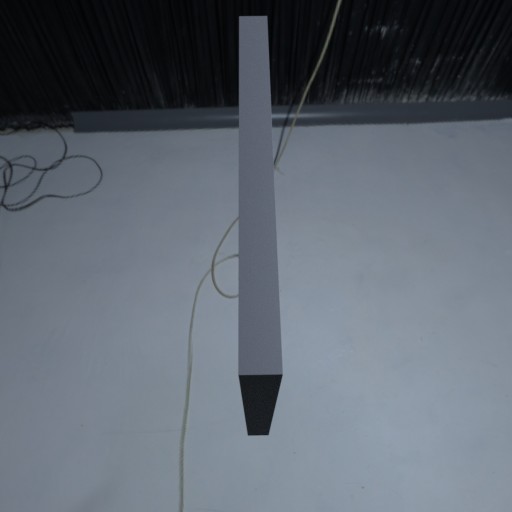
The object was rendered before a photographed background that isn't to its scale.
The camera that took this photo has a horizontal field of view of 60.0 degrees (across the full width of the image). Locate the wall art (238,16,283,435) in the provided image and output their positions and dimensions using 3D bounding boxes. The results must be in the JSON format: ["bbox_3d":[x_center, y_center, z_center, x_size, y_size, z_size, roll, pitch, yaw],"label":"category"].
[{"bbox_3d":[0.000,0.000,0.742,0.040,0.509,0.509,-1,62,0],"label":"wall art"}]
